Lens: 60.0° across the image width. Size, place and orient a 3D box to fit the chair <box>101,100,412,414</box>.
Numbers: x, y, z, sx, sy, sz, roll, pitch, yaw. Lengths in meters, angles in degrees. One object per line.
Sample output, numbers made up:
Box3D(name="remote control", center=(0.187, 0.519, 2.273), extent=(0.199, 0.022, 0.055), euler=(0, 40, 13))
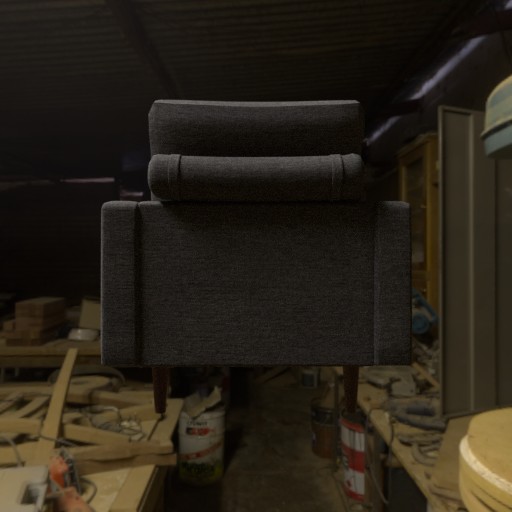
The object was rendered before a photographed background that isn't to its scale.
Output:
Box3D(name="chair", center=(0.000, 0.000, 1.526), extent=(0.821, 0.880, 0.843), euler=(0, 0, 0))
